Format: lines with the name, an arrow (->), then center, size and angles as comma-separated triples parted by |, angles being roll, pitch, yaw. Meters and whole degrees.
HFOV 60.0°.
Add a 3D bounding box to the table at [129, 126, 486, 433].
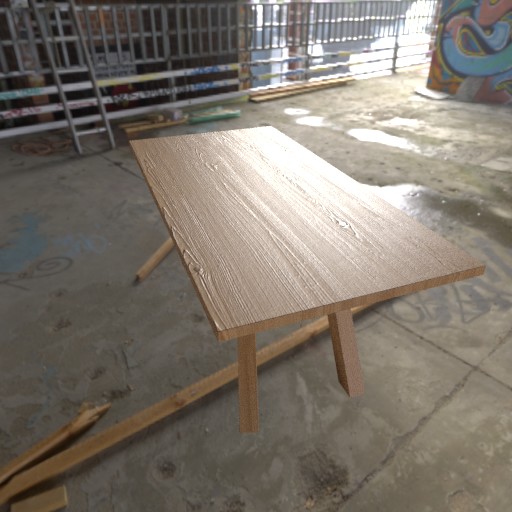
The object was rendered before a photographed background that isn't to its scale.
table -> 0.000, 0.000, 2.200 | 0.901, 0.750, 1.797 | -11, 33, -18
